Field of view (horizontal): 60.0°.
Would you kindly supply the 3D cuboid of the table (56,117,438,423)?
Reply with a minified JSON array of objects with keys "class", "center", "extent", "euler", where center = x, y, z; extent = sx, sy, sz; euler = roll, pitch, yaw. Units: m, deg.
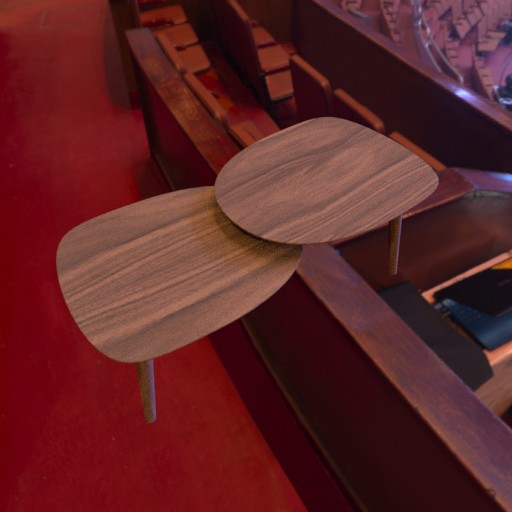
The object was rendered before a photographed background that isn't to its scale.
[{"class":"table","center":[0.000,0.000,1.369],"extent":[1.084,0.429,0.527],"euler":[-26,52,-23]}]
